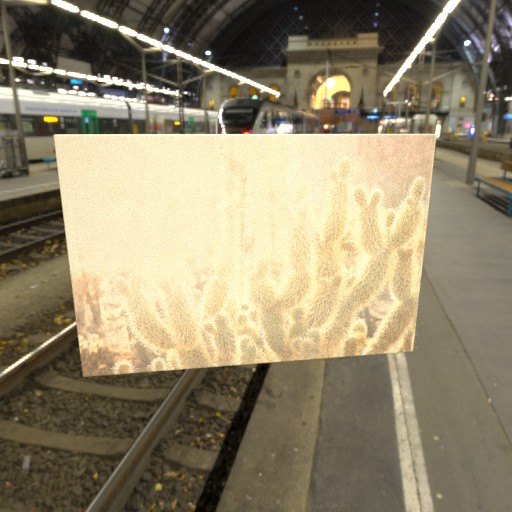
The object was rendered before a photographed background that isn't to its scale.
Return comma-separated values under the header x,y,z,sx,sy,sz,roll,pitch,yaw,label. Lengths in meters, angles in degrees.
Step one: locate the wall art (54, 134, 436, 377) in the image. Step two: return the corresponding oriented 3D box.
x,y,z,sx,sy,sz,roll,pitch,yaw,label
0.000,0.000,1.433,1.142,0.758,0.041,-2,16,-8,wall art
